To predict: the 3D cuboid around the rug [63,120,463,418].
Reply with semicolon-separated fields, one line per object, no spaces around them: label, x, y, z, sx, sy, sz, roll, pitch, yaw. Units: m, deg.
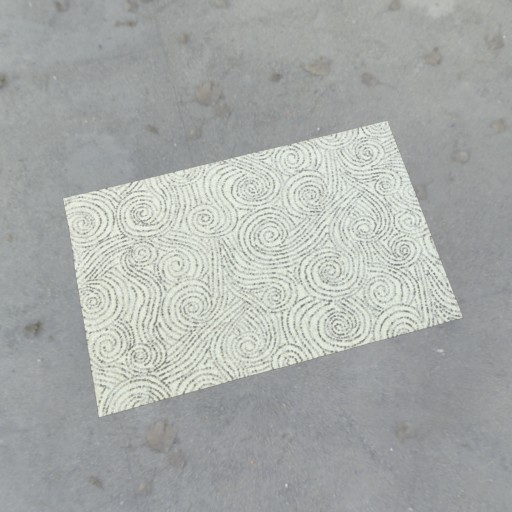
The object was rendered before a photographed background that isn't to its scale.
rug;0.000;0.000;3.041;2.439;0.005;1.524;-14;76;-4
